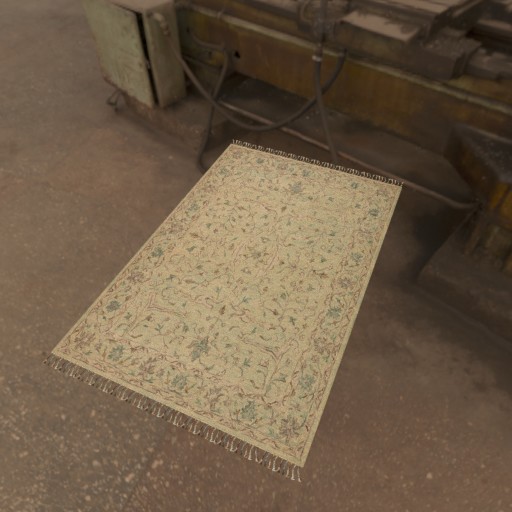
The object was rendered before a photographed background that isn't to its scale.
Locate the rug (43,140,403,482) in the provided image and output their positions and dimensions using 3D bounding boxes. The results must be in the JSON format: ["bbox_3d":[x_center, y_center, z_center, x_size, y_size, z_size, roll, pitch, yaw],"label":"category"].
[{"bbox_3d":[0.000,0.000,3.001,1.544,0.010,2.435,18,50,16],"label":"rug"}]
